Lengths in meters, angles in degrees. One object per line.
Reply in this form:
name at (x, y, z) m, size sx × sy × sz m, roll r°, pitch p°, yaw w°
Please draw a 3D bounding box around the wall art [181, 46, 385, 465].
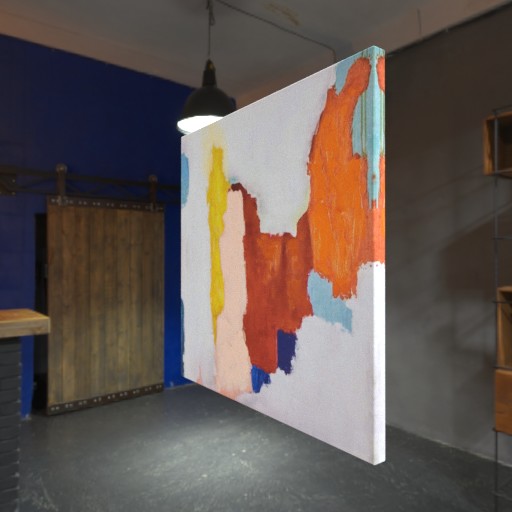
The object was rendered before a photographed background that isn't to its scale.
wall art at (0.000, 0.000, 1.491) m, size 0.044 × 1.017 × 1.017 m, roll 0°, pitch 0°, yaw -36°
